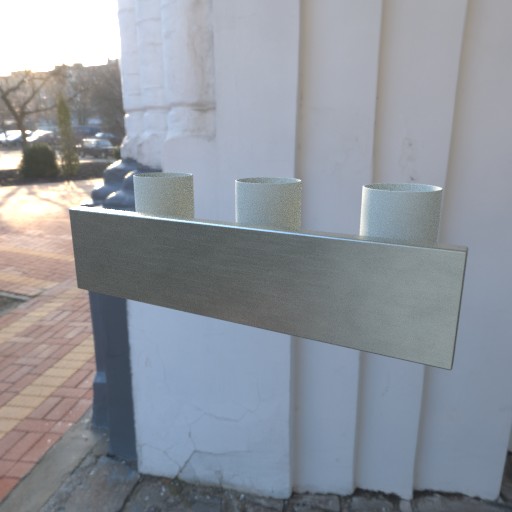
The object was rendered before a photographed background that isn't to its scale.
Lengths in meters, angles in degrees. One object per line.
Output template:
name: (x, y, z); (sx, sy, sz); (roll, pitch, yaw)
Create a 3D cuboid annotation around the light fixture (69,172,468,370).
light fixture: (0.000, 0.000, 0.524); (0.451, 0.172, 0.145); (8, 17, 27)
